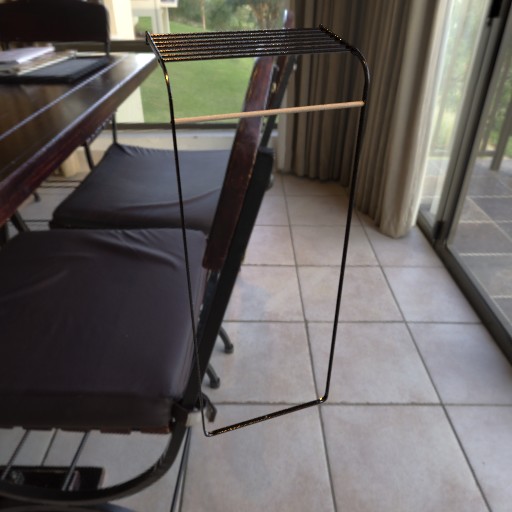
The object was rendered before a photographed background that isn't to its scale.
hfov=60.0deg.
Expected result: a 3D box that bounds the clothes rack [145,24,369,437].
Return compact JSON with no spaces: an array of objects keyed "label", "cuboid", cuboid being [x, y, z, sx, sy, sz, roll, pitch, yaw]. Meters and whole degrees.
[{"label":"clothes rack","cuboid":[0.000,0.000,1.743,0.609,1.574,0.349,-11,34,-16]}]
